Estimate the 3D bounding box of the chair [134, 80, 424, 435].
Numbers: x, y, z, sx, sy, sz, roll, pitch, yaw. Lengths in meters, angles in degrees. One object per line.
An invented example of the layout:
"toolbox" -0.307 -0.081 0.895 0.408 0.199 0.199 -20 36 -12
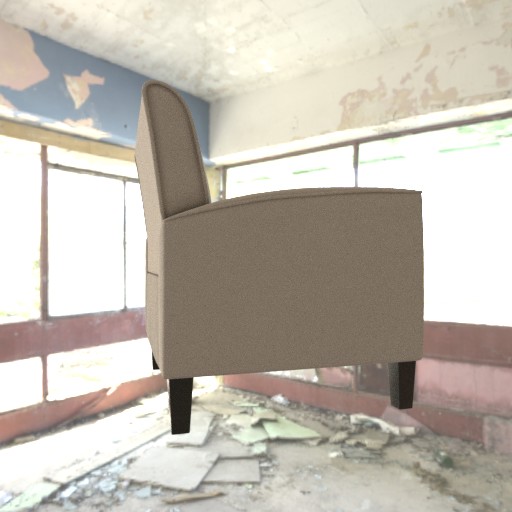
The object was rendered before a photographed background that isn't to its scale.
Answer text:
"chair" 0.000 0.000 1.574 0.820 0.915 0.820 0 -1 -17
